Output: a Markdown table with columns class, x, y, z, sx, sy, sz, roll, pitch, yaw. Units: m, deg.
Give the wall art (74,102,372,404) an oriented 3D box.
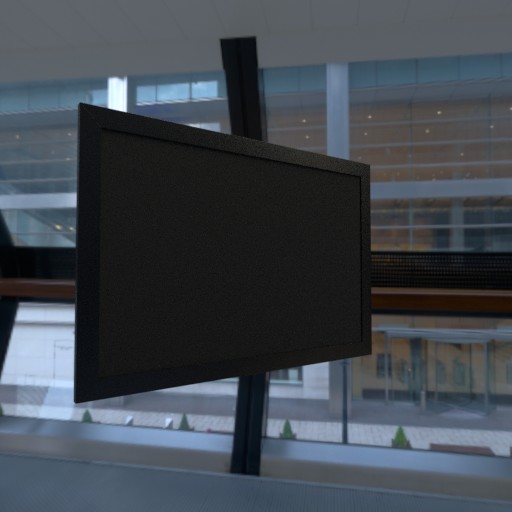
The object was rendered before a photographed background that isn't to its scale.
| class | x | y | z | sx | sy | sz | roll | pitch | yaw |
| --- | --- | --- | --- | --- | --- | --- | --- | --- | --- |
| wall art | 0.000 | 0.000 | 0.855 | 0.660 | 0.447 | 0.013 | 1 | -3 | -36 |
